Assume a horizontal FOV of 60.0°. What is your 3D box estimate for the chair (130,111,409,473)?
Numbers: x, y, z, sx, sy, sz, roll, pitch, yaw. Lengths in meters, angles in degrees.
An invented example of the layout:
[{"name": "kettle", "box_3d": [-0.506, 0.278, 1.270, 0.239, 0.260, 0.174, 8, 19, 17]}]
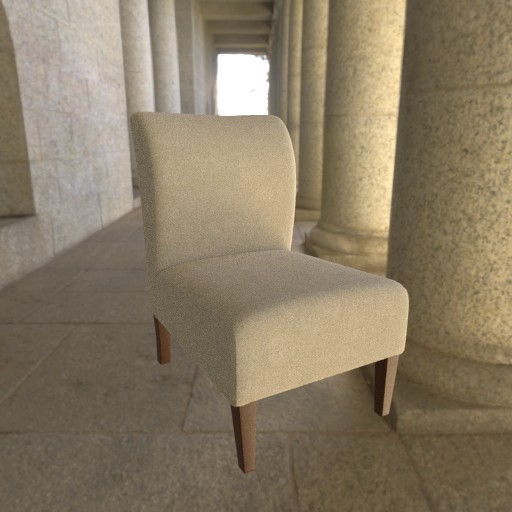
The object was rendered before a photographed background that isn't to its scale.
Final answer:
[{"name": "chair", "box_3d": [0.000, 0.000, 1.318, 0.521, 0.833, 0.754, -9, 18, -28]}]
